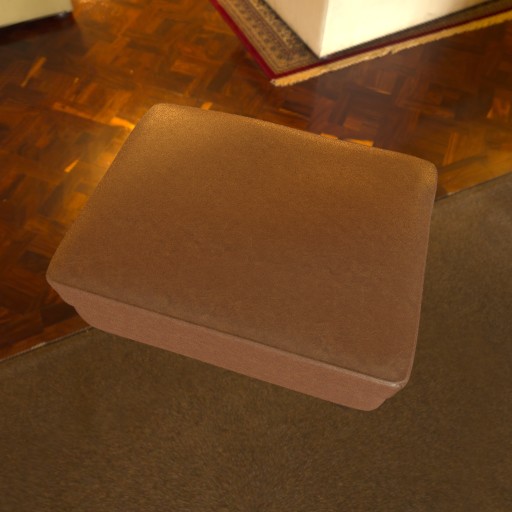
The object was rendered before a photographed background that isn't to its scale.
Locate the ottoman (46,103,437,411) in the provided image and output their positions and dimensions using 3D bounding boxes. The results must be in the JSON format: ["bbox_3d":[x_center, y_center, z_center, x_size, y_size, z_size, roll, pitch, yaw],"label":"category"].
[{"bbox_3d":[0.000,0.000,1.263,0.851,0.485,0.650,15,60,9],"label":"ottoman"}]
